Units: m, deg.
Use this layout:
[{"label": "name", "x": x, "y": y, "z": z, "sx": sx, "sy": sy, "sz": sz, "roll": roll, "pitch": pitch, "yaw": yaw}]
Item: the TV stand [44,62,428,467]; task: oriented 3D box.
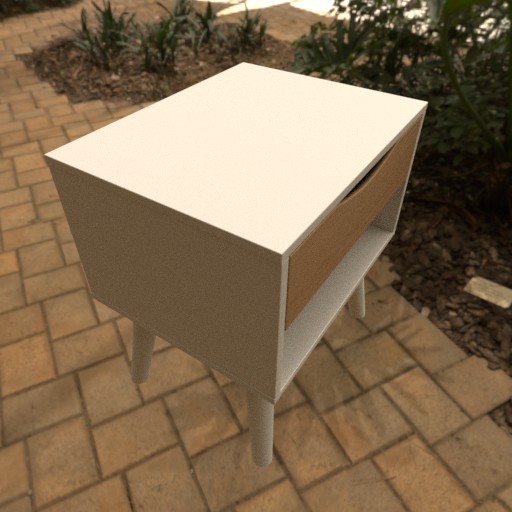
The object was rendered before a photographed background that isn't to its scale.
[{"label": "TV stand", "x": 0.000, "y": 0.000, "z": 0.902, "sx": 0.405, "sy": 0.559, "sz": 0.508, "roll": 23, "pitch": 46, "yaw": 25}]
